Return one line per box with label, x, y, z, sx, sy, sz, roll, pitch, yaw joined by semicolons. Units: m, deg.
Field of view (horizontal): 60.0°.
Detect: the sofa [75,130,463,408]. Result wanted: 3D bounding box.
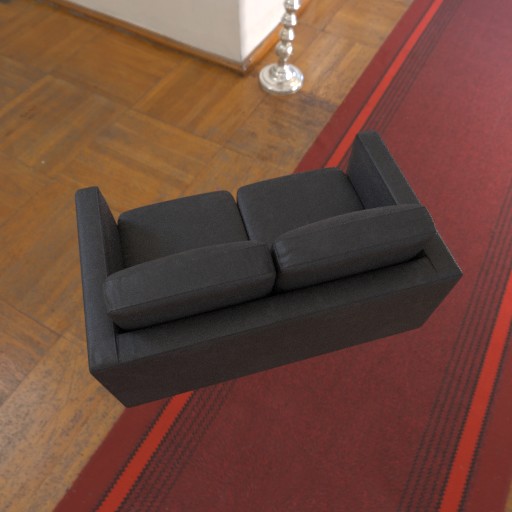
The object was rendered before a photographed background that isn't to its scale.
sofa;0.000;0.000;2.032;1.430;0.899;0.879;-13;59;-8
